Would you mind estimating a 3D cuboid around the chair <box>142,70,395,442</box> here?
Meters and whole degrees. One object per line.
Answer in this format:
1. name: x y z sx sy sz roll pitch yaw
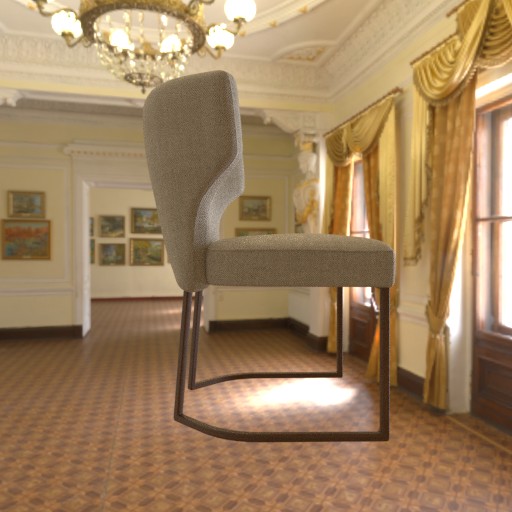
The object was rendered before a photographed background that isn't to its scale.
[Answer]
1. chair: 0.000 0.000 1.237 0.617 0.824 0.611 0 1 -1
